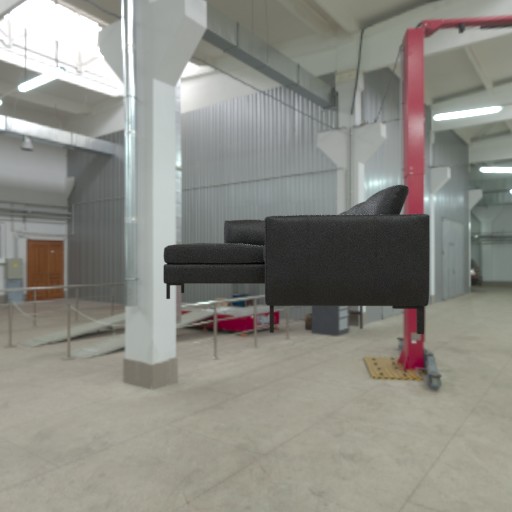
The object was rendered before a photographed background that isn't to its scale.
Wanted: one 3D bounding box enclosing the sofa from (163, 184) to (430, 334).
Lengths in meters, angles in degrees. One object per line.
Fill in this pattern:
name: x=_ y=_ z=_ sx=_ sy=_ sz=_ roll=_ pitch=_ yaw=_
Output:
sofa: x=0.000 y=0.000 z=3.887 sx=1.938 sy=0.877 sz=2.984 roll=0 pitch=0 yaw=1
